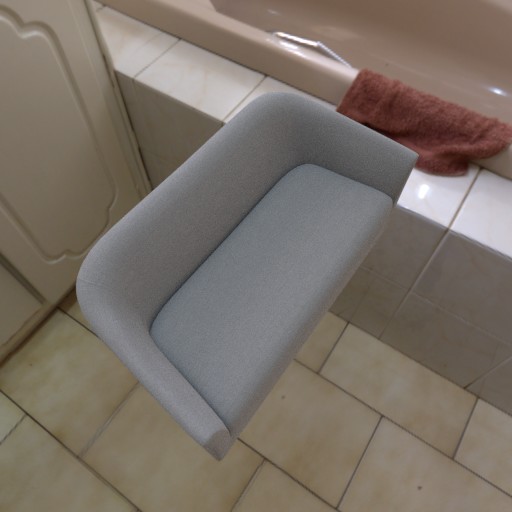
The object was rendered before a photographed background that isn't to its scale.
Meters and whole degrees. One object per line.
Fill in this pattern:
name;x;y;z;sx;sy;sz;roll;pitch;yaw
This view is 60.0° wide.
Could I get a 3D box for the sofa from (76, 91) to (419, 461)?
sofa;0.000;0.000;1.892;0.705;0.721;1.452;32;64;18
